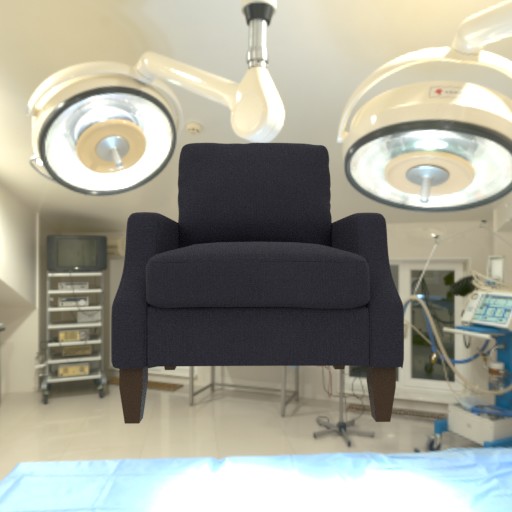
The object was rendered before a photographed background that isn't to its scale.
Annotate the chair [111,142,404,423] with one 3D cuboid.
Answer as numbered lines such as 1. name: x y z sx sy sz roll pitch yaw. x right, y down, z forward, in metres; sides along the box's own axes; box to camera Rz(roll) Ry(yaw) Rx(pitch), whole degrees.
1. chair: 0.000 0.000 1.686 0.855 0.991 0.897 0 0 -1
